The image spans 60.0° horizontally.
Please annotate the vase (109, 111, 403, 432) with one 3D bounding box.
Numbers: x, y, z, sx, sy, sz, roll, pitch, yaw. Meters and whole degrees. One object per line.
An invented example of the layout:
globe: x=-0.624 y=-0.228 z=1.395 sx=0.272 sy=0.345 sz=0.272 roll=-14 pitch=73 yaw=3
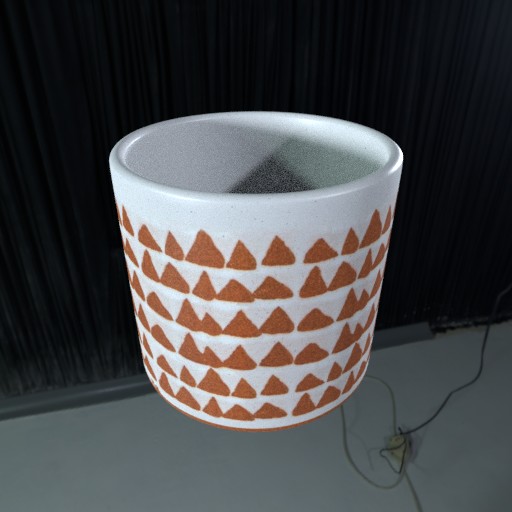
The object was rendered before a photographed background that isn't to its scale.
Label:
vase: x=0.000 y=0.000 z=0.245 sx=0.137 sy=0.127 sz=0.137 roll=0 pitch=30 yaw=0
